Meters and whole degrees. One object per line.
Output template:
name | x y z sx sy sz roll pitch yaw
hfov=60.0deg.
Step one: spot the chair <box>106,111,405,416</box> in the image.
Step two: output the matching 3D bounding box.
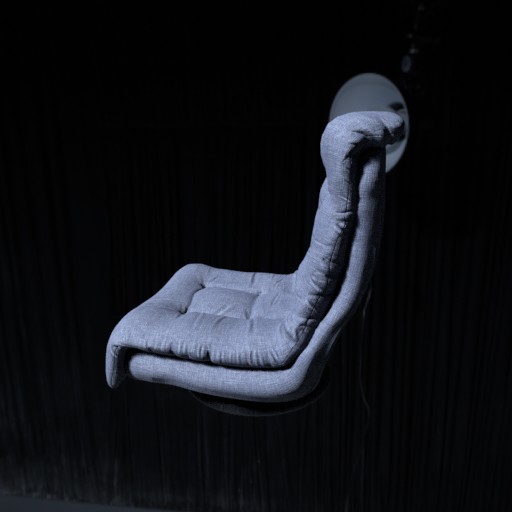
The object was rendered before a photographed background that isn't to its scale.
chair | 0.000 0.000 1.214 0.668 0.749 0.597 2 15 9
